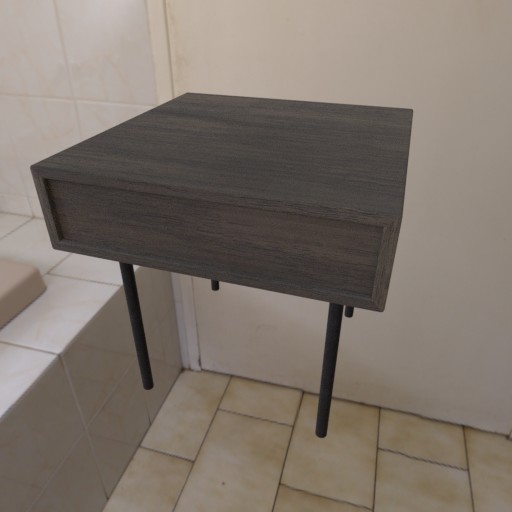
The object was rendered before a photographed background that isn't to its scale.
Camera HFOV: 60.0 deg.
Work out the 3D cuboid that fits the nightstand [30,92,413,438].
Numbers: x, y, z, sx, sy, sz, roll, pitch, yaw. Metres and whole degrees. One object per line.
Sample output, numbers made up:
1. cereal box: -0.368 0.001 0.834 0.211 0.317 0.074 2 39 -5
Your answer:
1. nightstand: 0.000 0.000 0.884 0.502 0.497 0.503 10 33 15
